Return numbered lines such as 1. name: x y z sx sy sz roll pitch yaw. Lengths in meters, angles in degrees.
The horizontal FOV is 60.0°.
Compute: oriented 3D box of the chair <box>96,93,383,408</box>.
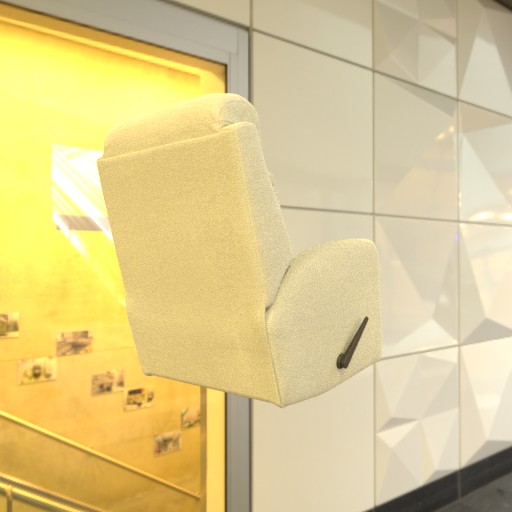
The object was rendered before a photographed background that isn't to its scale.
1. chair: 0.000 0.000 1.804 0.798 1.013 1.043 -1 -1 37
